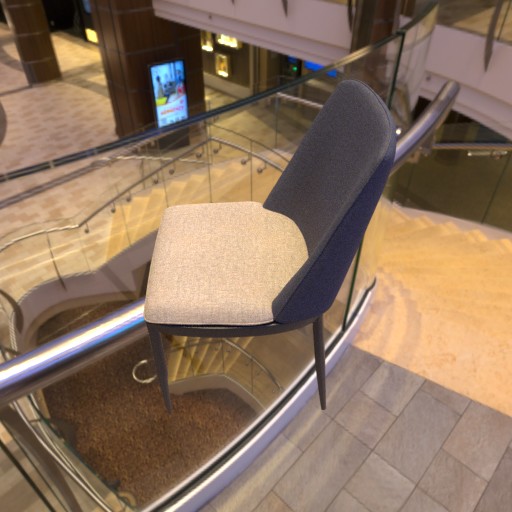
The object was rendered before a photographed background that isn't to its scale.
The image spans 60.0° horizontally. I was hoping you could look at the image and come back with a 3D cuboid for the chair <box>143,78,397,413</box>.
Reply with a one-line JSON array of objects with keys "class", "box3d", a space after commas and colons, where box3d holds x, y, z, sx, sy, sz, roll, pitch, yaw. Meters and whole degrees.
[{"class": "chair", "box3d": [0.000, 0.000, 1.187, 0.551, 0.839, 0.480, -2, 41, -2]}]
